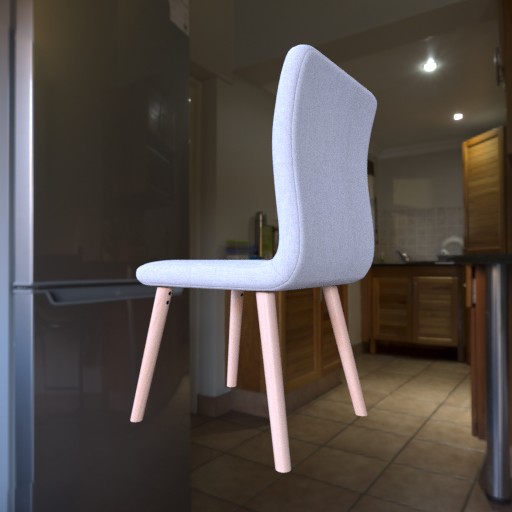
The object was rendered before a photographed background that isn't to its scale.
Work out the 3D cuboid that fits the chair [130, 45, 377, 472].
[{"bbox_3d":[0.000,0.000,1.212,0.550,0.885,0.435,0,-1,36],"label":"chair"}]
